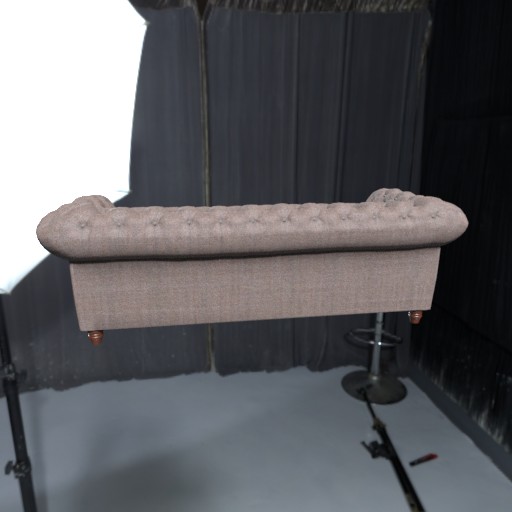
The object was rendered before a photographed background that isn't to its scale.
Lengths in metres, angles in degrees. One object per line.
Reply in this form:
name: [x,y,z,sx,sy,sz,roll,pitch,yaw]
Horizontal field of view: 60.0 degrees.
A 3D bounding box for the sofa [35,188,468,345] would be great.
sofa: [0.000,0.000,2.816,2.385,0.787,0.944,-2,15,-9]
